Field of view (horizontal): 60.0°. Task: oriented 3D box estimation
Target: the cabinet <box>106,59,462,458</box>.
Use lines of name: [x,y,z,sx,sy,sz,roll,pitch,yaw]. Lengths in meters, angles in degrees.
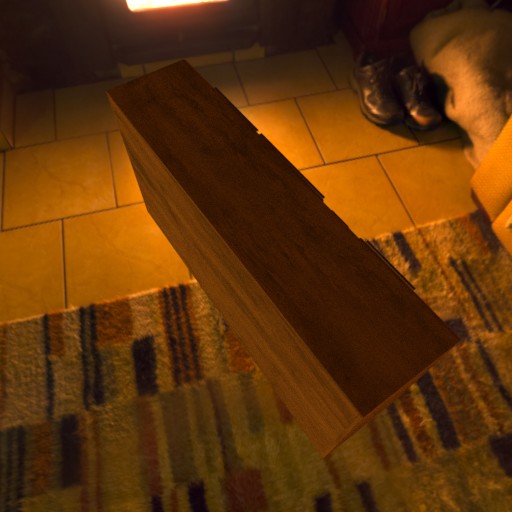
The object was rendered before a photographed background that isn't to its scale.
cabinet: [0.000,0.000,1.963,0.420,0.900,1.600,-31,63,-17]
